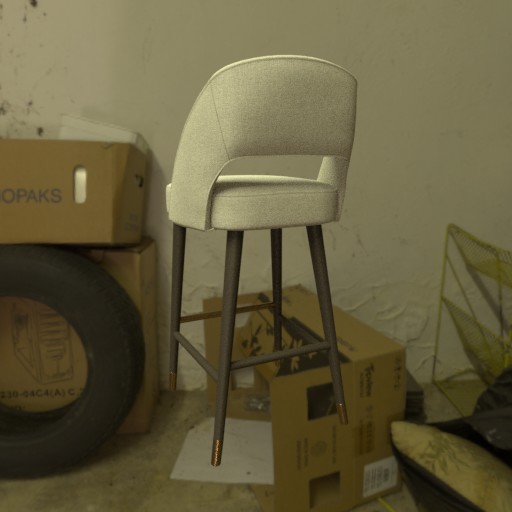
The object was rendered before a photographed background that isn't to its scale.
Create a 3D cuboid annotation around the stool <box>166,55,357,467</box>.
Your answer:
[{"bbox_3d":[0.000,0.000,1.339,0.494,1.037,0.509,-6,15,-25],"label":"stool"}]
